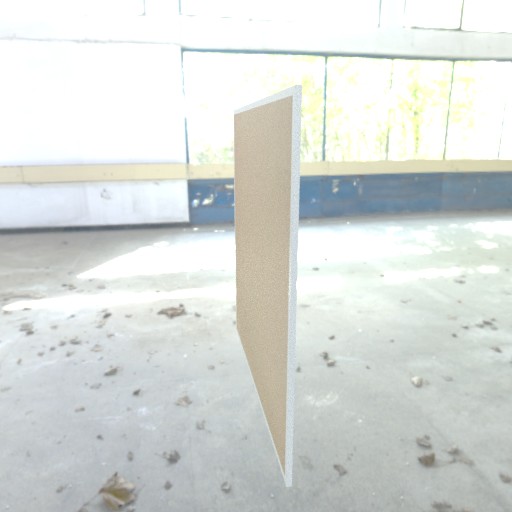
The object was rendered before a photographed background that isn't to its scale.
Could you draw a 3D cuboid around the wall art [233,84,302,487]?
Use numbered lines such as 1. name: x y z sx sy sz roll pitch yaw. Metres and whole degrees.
1. wall art: 0.000 0.000 1.229 0.012 0.809 0.809 -3 16 -10
